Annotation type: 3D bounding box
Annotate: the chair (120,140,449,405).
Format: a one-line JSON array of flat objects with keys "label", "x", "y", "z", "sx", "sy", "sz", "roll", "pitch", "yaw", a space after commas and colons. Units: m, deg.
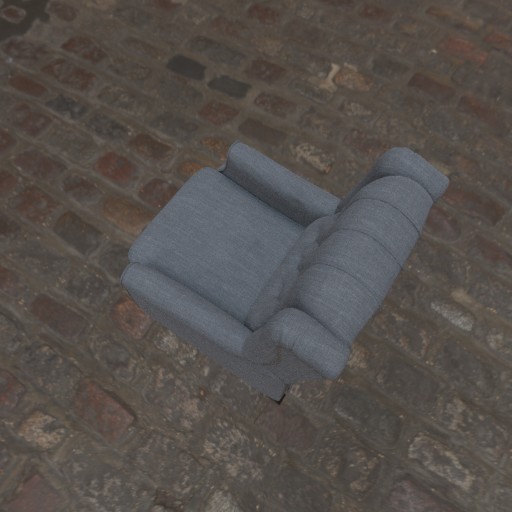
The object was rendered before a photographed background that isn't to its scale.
[{"label": "chair", "x": 0.000, "y": 0.000, "z": 1.635, "sx": 0.898, "sy": 1.035, "sz": 0.742, "roll": 31, "pitch": 68, "yaw": 14}]
